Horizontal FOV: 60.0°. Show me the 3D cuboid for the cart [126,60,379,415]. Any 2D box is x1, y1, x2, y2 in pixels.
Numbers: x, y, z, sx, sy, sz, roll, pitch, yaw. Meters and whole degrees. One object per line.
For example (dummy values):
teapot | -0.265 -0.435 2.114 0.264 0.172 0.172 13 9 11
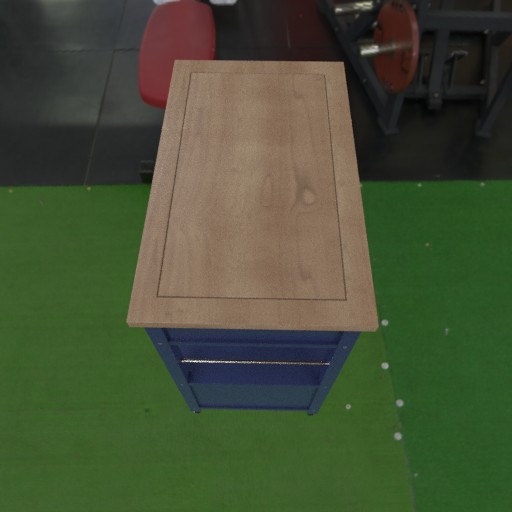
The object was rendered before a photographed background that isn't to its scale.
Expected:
cart | 0.000 0.000 1.403 0.459 0.901 0.840 1 59 1
